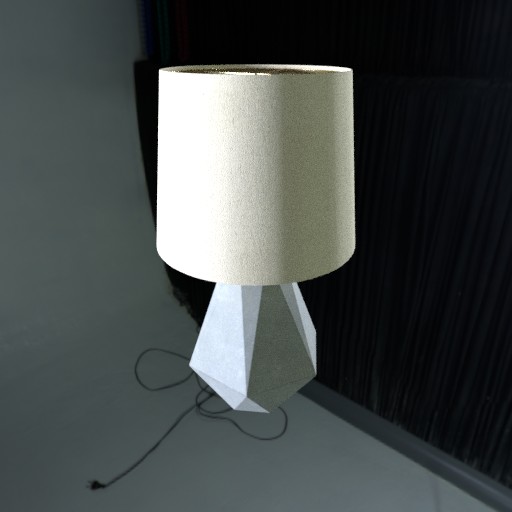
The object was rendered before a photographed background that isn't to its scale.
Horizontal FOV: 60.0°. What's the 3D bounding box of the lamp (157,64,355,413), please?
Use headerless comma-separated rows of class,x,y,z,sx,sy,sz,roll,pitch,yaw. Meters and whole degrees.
lamp,0.000,0.000,0.642,0.276,0.501,0.276,0,26,0
